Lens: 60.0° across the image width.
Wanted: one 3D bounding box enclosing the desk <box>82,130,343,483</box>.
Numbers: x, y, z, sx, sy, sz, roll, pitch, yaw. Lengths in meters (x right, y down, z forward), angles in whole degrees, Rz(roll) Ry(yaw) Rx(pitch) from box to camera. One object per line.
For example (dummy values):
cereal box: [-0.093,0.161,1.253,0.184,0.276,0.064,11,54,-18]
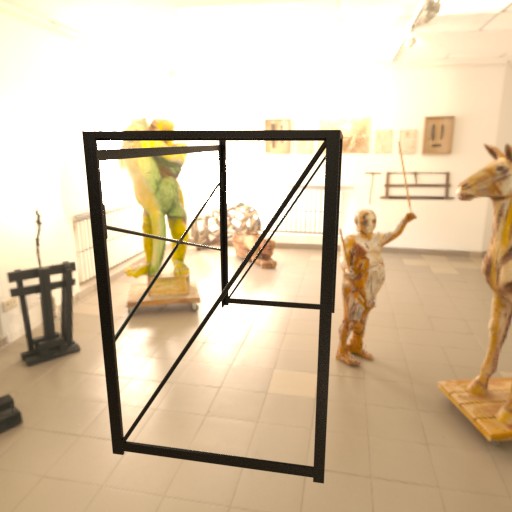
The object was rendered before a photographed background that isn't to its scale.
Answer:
desk: [0.000,0.000,1.407,0.505,0.747,1.015,3,15,11]
